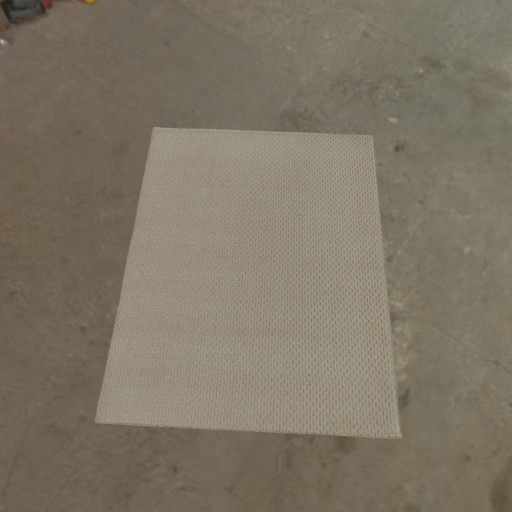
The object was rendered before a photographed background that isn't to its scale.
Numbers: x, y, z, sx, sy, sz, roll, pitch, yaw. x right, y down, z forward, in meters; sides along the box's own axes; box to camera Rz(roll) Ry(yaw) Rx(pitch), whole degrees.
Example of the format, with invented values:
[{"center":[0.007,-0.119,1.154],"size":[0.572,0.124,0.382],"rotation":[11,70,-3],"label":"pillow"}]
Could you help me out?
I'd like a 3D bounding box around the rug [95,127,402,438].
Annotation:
[{"center":[0.000,0.000,3.920],"size":[2.277,0.035,2.897],"rotation":[2,63,1],"label":"rug"}]
